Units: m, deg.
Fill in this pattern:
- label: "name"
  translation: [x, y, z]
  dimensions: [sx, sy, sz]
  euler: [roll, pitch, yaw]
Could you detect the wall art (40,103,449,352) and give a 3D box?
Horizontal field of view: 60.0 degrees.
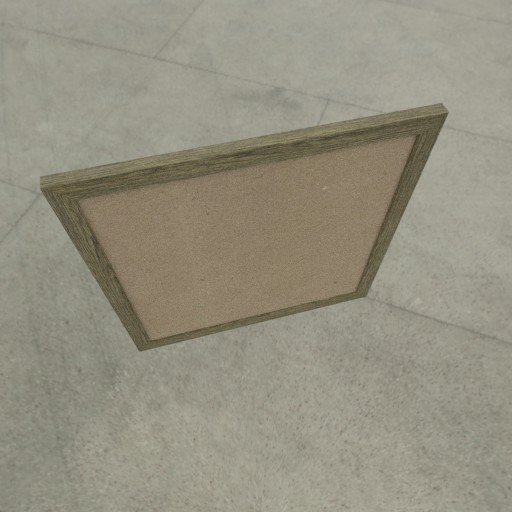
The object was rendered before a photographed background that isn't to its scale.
- label: "wall art"
  translation: [0.000, 0.000, 0.752]
  dimensions: [0.508, 0.508, 0.019]
  euler: [-12, 58, -8]
